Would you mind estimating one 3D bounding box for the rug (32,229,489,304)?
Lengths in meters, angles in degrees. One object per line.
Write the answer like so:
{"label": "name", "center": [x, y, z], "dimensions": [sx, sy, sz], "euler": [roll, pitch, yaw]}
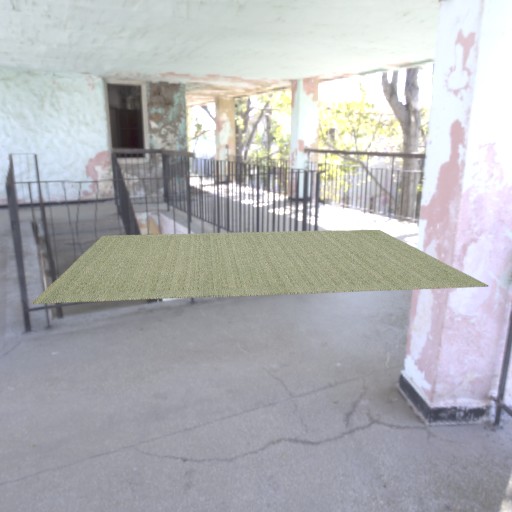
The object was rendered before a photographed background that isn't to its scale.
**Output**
{"label": "rug", "center": [0.000, 0.000, 2.230], "dimensions": [1.747, 0.006, 1.143], "euler": [-2, 15, -6]}
